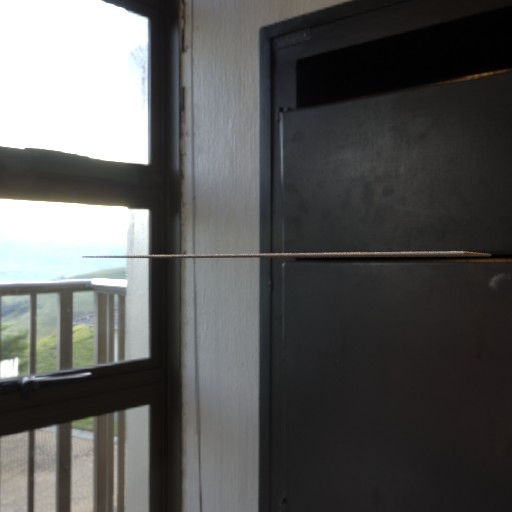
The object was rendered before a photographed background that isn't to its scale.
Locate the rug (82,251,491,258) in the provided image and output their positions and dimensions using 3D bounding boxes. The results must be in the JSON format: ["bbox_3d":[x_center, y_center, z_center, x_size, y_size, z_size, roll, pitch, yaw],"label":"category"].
[{"bbox_3d":[0.000,0.000,2.407,2.196,0.011,0.662,-1,-1,35],"label":"rug"}]
